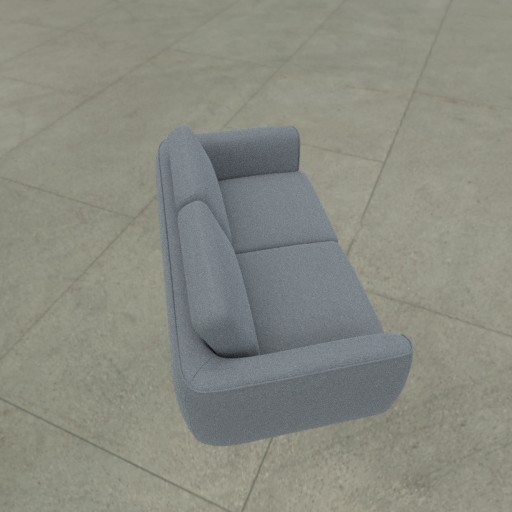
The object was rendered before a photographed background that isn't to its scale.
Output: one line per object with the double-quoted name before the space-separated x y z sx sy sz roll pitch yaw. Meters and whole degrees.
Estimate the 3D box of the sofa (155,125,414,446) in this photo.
"sofa" 0.000 0.000 2.231 0.920 0.850 1.700 -9 46 -8
